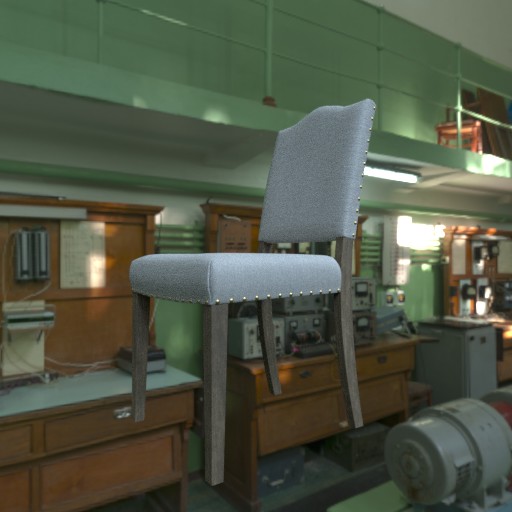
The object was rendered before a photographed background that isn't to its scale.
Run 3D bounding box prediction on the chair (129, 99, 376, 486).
[{"bbox_3d":[0.000,0.000,1.356,0.620,1.020,0.508,0,0,-36],"label":"chair"}]
